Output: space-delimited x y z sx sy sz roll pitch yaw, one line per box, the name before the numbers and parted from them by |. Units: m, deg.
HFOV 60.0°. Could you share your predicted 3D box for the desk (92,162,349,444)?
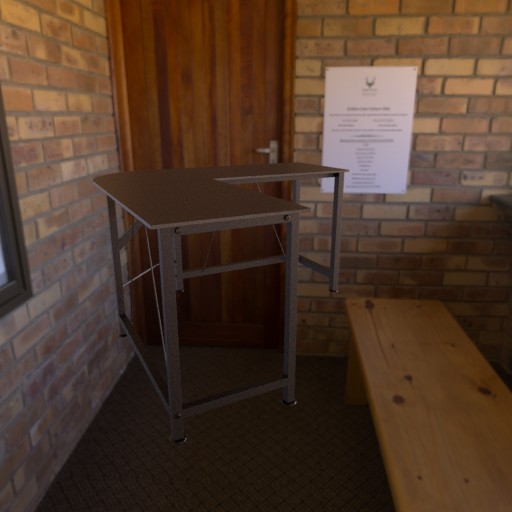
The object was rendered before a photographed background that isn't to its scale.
desk | 0.000 0.000 2.249 1.400 0.762 1.400 -9 19 -26
